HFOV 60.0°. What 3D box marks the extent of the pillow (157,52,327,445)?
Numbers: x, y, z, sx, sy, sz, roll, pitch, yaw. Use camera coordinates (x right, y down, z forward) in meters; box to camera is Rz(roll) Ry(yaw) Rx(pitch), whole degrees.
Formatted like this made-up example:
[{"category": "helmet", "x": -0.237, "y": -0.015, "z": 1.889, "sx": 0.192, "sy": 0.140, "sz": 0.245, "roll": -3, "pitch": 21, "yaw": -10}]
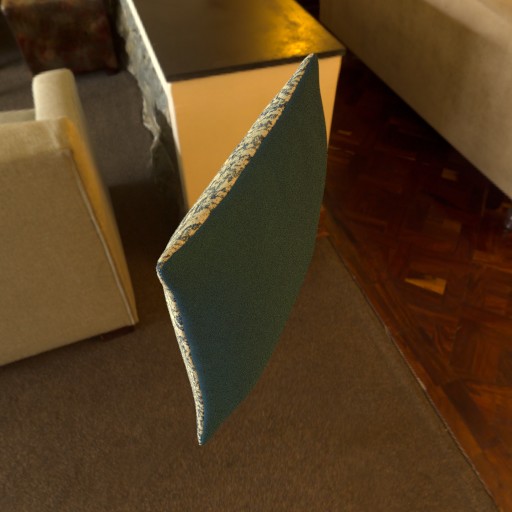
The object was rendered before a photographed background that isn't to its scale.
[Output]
[{"category": "pillow", "x": 0.000, "y": 0.000, "z": 0.778, "sx": 0.166, "sy": 0.510, "sz": 0.523, "roll": 17, "pitch": 50, "yaw": 14}]
